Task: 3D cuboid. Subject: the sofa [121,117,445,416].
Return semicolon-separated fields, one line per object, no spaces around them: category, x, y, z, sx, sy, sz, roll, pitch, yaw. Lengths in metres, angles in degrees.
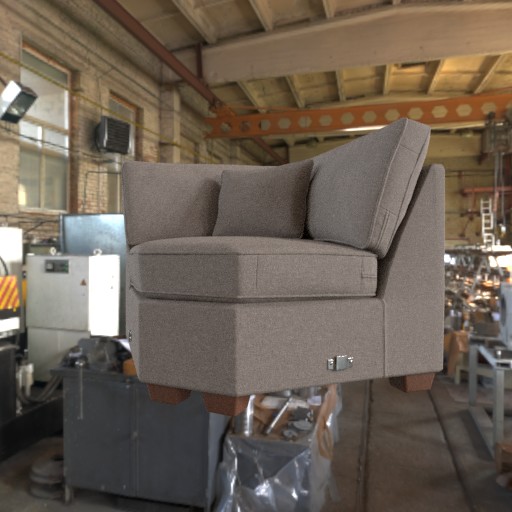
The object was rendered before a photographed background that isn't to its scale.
sofa;0.000;0.000;1.837;1.050;0.951;1.042;0;1;-18
